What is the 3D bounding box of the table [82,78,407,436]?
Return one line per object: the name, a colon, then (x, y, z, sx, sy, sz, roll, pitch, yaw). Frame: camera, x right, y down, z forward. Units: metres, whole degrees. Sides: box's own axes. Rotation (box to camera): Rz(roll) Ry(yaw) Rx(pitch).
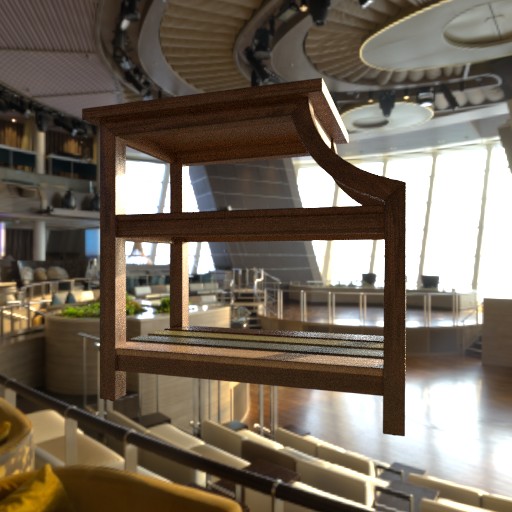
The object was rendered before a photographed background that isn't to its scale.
table: (0.000, 0.000, 0.949, 0.609, 0.584, 0.356, 0, 0, 19)
